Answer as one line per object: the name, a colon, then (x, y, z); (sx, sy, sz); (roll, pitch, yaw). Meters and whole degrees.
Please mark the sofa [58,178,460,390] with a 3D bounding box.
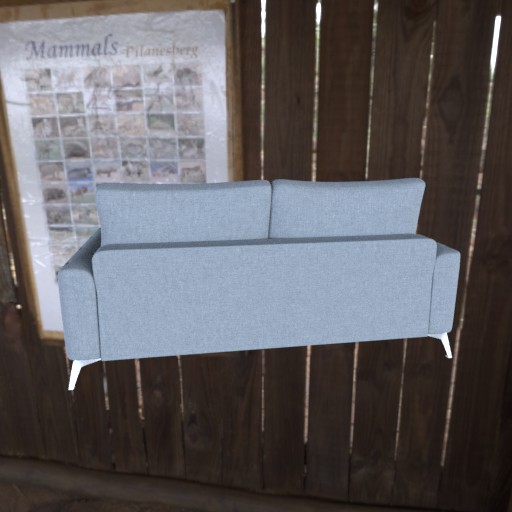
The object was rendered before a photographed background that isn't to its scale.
sofa: (0.000, 0.000, 2.187); (1.650, 0.790, 0.920); (-2, 14, -9)
